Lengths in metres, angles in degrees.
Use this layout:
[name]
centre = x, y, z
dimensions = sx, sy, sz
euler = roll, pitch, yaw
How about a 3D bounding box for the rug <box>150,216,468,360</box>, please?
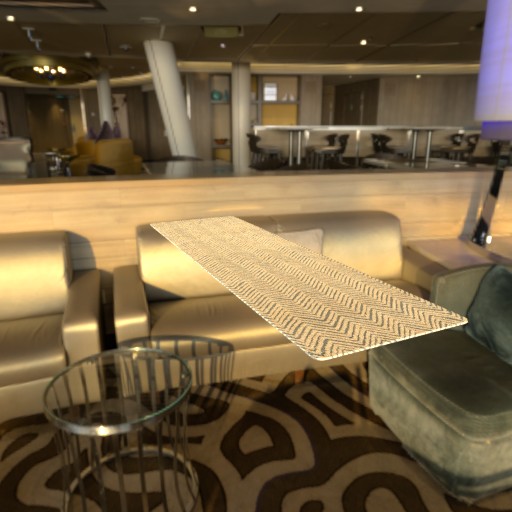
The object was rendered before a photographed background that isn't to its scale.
[rug]
centre = 0.000, 0.000, 2.500
dimensions = 0.686, 0.008, 2.286
euler = -8, 18, -25
